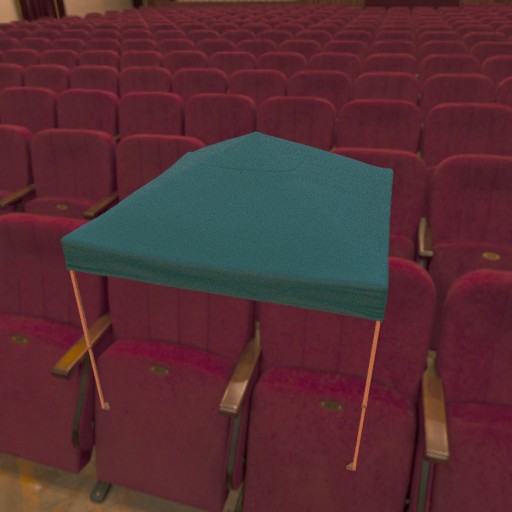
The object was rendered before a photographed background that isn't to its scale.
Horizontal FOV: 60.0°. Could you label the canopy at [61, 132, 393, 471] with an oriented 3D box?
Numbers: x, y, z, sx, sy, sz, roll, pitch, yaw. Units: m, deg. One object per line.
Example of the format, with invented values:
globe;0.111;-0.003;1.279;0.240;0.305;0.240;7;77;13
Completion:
canopy;0.000;0.000;5.401;2.998;2.997;2.996;8;30;14
